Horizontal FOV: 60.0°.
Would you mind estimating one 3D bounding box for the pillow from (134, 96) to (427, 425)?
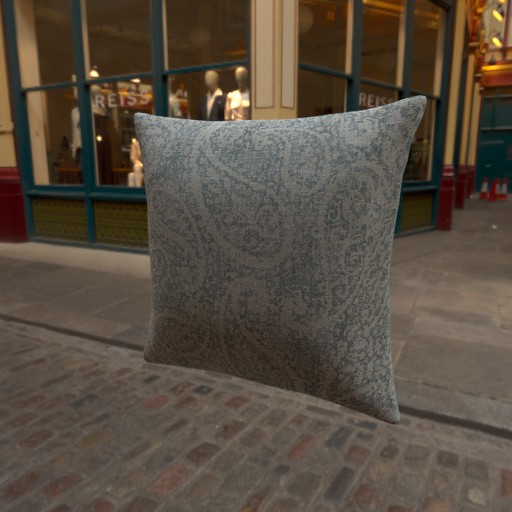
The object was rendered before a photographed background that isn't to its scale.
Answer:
[{"bbox_3d":[0.000,0.000,0.781,0.526,0.507,0.166,6,14,26],"label":"pillow"}]
